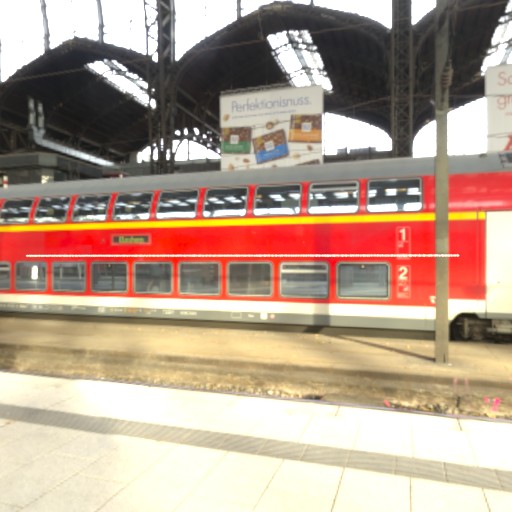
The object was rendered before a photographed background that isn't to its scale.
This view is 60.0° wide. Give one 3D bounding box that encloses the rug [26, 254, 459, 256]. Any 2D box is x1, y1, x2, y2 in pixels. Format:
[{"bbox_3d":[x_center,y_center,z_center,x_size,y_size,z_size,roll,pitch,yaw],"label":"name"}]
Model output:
[{"bbox_3d":[0.000,0.000,2.334,1.815,0.007,1.226,0,0,17],"label":"rug"}]
